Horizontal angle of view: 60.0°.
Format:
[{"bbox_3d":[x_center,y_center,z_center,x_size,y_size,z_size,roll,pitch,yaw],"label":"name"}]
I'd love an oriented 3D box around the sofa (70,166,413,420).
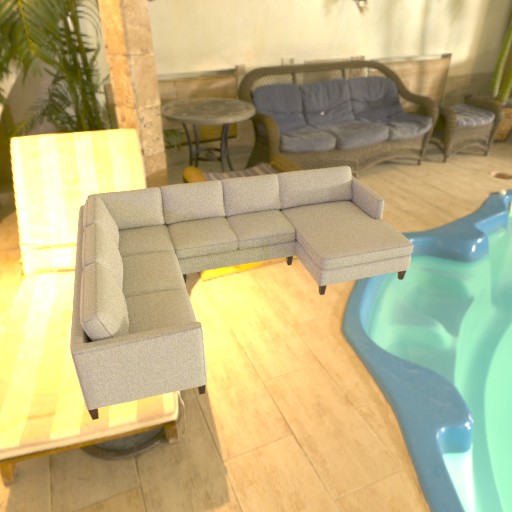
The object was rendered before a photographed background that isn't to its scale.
[{"bbox_3d":[0.000,0.000,4.518,3.403,0.889,2.551,-9,32,-15],"label":"sofa"}]
